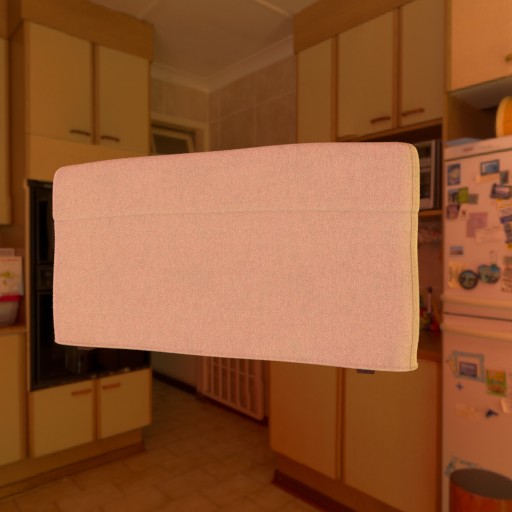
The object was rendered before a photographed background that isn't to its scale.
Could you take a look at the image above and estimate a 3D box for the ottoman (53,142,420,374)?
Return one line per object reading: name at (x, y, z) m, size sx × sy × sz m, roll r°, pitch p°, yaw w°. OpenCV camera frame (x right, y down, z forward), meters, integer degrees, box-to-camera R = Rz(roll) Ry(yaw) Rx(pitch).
ottoman at (0.000, 0.000, 1.233) m, size 0.833 × 0.461 × 0.648 m, roll 0°, pitch 1°, yaw 18°
